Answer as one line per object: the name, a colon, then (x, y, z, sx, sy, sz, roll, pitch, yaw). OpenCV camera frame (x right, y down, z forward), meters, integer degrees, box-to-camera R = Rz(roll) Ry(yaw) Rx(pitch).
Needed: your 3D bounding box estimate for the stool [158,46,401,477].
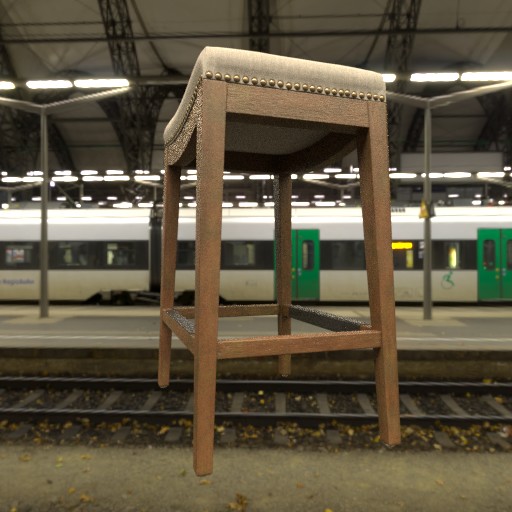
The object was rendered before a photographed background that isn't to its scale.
stool: (0.000, 0.000, 0.947, 0.356, 0.660, 0.508, 0, 0, -19)
